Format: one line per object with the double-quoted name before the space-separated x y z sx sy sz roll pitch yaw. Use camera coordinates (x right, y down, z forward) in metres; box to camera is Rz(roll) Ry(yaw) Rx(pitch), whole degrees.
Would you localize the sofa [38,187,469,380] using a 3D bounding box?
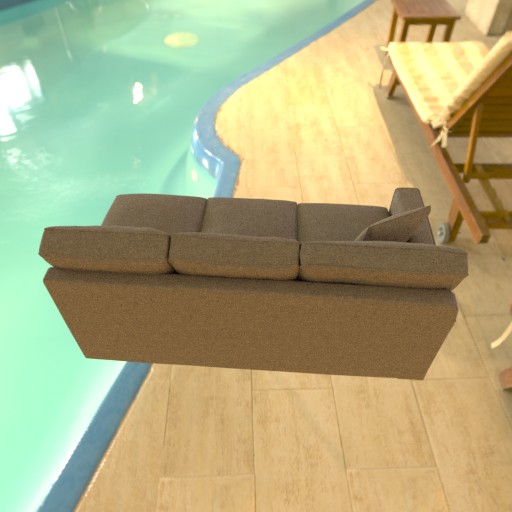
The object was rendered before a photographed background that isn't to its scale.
"sofa" 0.000 0.000 2.571 1.963 0.946 1.034 3 47 3
